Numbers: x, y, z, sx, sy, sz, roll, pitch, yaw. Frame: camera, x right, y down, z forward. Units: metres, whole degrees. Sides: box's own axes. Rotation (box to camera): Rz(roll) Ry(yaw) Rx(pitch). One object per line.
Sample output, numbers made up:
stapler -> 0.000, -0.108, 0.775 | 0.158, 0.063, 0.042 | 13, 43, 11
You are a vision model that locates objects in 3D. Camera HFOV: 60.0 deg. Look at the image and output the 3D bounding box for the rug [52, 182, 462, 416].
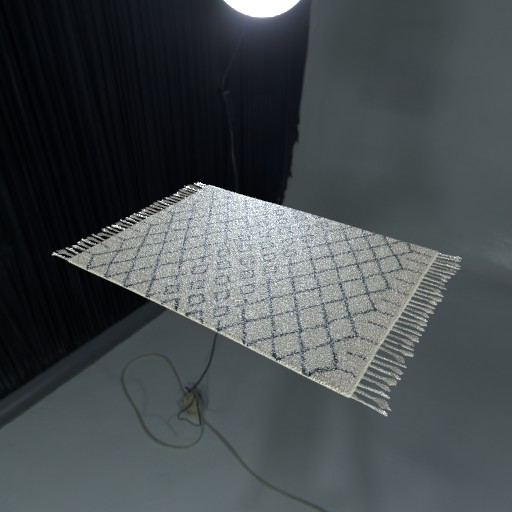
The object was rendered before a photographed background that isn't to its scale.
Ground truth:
rug -> 0.000, 0.000, 3.293 | 2.615, 0.029, 1.664 | 20, 38, 28
